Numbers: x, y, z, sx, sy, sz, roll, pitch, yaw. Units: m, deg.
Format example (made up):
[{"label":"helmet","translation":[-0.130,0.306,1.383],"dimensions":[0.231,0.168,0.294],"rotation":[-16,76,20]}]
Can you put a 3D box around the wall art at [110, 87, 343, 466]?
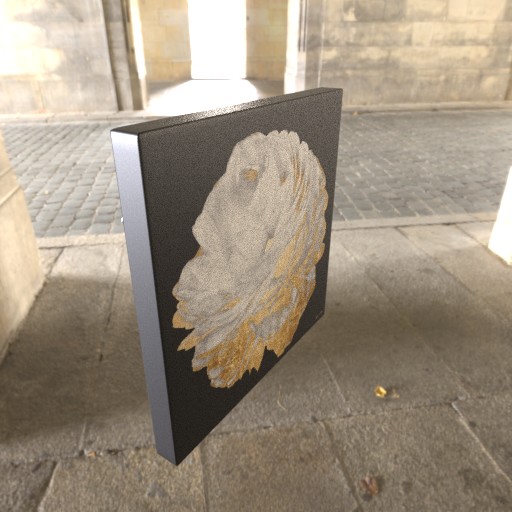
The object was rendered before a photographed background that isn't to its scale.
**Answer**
[{"label":"wall art","translation":[0.000,0.000,0.616],"dimensions":[0.041,0.407,0.406],"rotation":[17,31,30]}]
